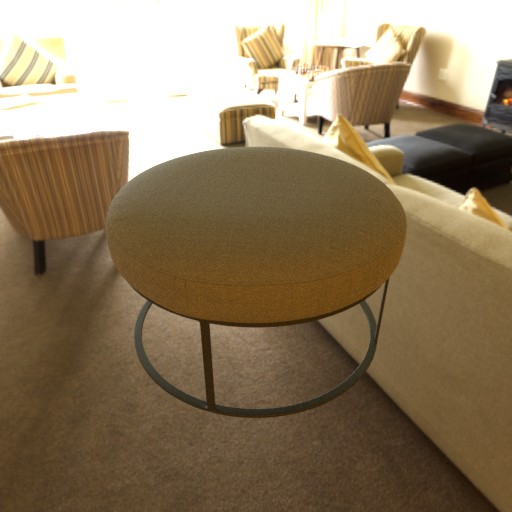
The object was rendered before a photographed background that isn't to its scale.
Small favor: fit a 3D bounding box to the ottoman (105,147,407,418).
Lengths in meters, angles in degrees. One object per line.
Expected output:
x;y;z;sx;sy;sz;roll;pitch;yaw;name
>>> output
0.000;0.000;1.249;0.772;0.460;0.772;0;32;0;ottoman
